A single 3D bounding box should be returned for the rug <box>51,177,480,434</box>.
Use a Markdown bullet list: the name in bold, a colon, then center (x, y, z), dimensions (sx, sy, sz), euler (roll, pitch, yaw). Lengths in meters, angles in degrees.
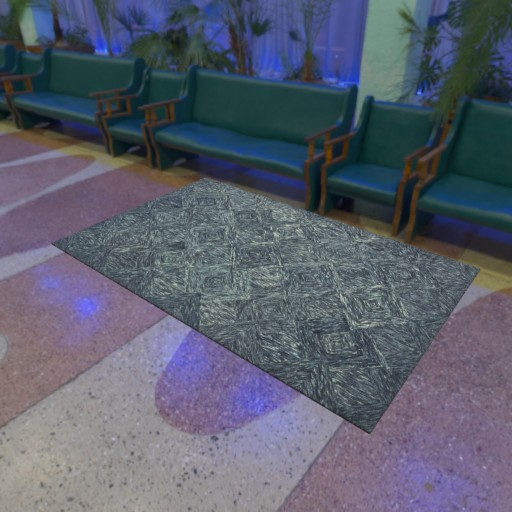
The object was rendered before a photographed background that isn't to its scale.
- **rug**: center (0.000, 0.000, 2.835), dimensions (2.330, 0.017, 1.478), euler (23, 39, 32)
